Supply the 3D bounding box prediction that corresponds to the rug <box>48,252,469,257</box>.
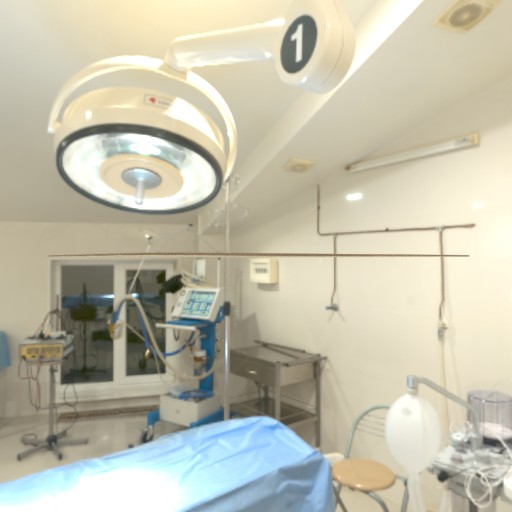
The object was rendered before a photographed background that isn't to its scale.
[{"bbox_3d":[0.000,0.000,3.874,2.895,0.018,2.288,0,0,-37],"label":"rug"}]
